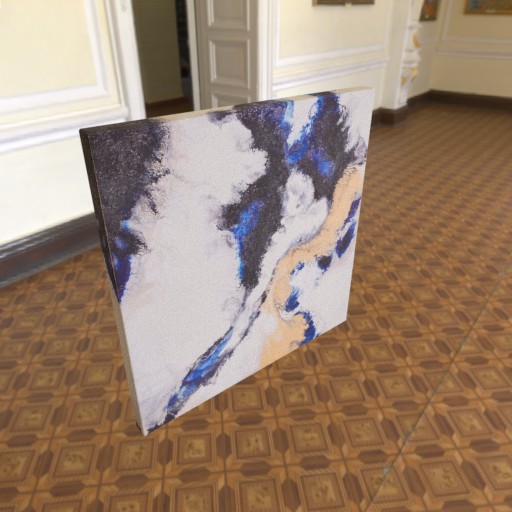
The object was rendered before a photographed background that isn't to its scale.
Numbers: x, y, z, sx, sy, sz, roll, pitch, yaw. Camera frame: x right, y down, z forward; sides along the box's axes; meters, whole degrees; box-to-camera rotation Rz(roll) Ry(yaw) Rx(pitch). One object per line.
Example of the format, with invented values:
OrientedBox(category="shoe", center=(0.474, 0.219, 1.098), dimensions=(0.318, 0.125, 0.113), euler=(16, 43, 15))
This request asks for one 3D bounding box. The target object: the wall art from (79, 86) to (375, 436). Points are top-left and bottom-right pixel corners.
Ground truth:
OrientedBox(category="wall art", center=(0.000, 0.000, 0.923), dimensions=(0.609, 0.609, 0.039), euler=(-21, 36, -33))
